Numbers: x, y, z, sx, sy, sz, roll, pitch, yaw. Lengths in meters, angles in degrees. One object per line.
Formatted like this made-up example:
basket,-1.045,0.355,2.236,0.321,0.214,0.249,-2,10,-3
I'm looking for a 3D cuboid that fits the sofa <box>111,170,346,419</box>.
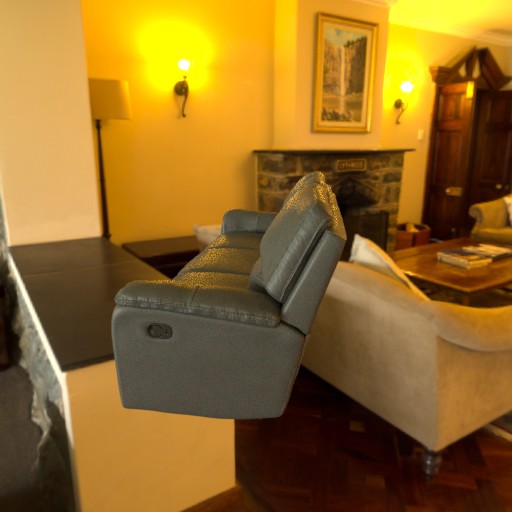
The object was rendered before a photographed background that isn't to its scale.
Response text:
sofa,0.000,0.000,3.194,1.104,1.134,2.627,2,14,8
